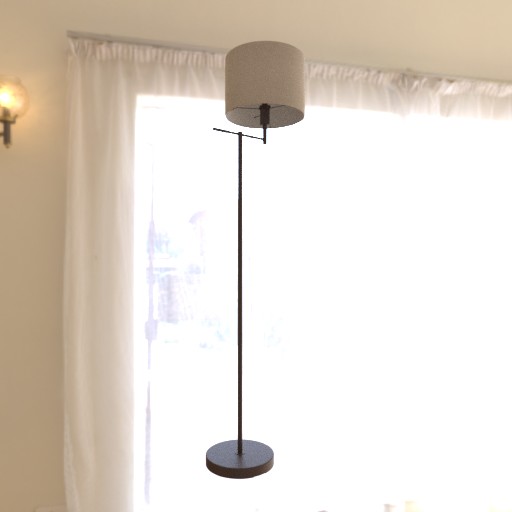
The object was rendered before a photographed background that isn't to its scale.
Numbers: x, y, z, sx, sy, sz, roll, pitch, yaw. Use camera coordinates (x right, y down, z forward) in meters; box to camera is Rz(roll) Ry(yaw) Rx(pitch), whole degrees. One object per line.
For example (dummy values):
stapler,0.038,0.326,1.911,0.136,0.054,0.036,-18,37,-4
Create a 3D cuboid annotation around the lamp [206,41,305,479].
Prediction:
lamp,0.000,0.000,1.771,0.416,1.600,0.324,1,-1,-38
